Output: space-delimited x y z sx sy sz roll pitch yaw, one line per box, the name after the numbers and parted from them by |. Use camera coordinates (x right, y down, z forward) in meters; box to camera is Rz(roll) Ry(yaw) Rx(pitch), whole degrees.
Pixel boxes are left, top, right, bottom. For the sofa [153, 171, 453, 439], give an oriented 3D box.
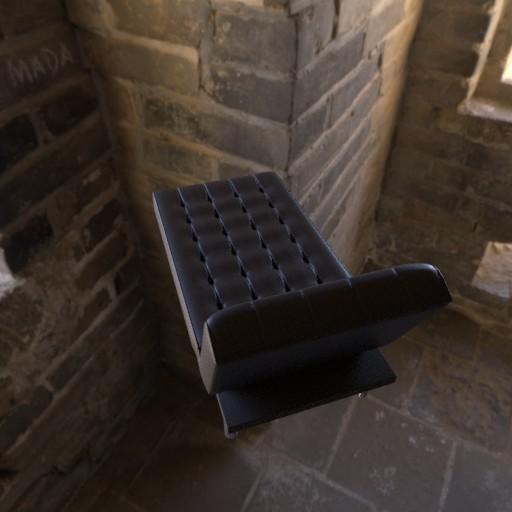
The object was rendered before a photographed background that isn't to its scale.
0.000 0.000 2.032 0.760 0.820 1.560 -12 42 -14 | sofa
